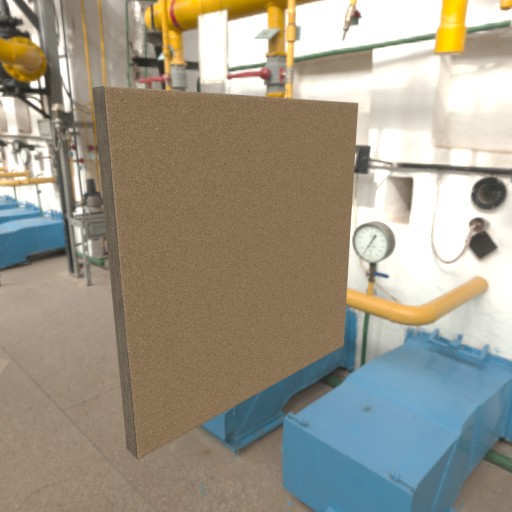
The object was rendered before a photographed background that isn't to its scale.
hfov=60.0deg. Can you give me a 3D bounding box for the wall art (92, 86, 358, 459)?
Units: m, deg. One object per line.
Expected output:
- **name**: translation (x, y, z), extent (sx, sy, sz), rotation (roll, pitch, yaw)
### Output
- **wall art**: translation (0.000, 0.000, 1.110), extent (0.749, 0.751, 0.050), rotation (-15, 22, -42)
